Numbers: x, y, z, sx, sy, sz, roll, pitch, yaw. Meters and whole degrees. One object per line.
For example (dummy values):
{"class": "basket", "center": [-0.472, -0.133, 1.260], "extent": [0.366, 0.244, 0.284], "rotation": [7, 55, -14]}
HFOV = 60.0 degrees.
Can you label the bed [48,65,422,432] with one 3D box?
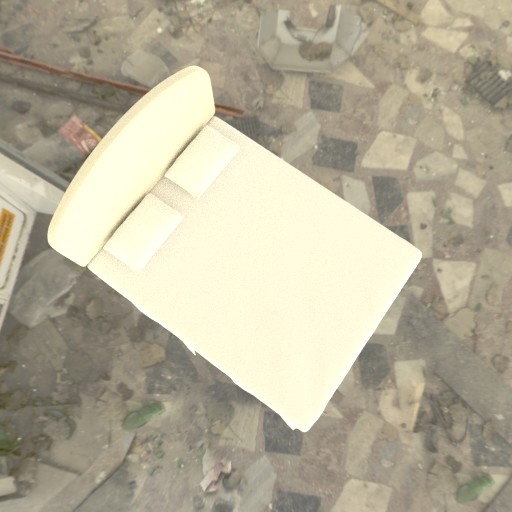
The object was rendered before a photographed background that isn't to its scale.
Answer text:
{"class": "bed", "center": [0.000, 0.000, 3.043], "extent": [2.005, 1.410, 1.607], "rotation": [35, 78, 9]}
